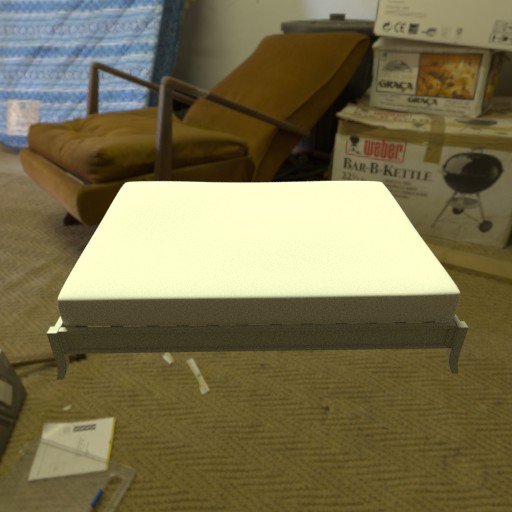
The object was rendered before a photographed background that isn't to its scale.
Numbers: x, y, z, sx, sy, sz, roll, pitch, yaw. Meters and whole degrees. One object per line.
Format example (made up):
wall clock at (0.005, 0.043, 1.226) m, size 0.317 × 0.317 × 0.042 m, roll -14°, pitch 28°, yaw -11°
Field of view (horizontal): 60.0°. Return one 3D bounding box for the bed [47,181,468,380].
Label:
bed at (0.000, 0.000, 2.878) m, size 2.108 × 0.510 × 1.604 m, roll -1°, pitch 31°, yaw -1°
